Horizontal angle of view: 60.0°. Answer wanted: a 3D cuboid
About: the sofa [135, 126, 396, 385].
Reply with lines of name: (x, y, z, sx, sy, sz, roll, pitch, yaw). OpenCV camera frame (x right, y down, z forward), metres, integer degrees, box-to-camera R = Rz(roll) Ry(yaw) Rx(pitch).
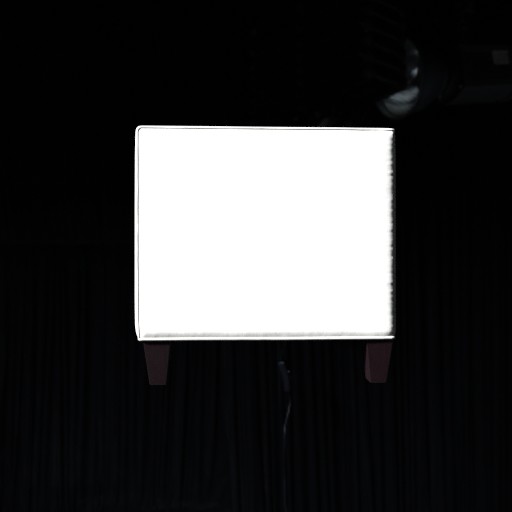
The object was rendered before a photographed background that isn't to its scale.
sofa: (0.000, 0.000, 2.181, 0.775, 0.762, 1.778, 0, 0, -2)
